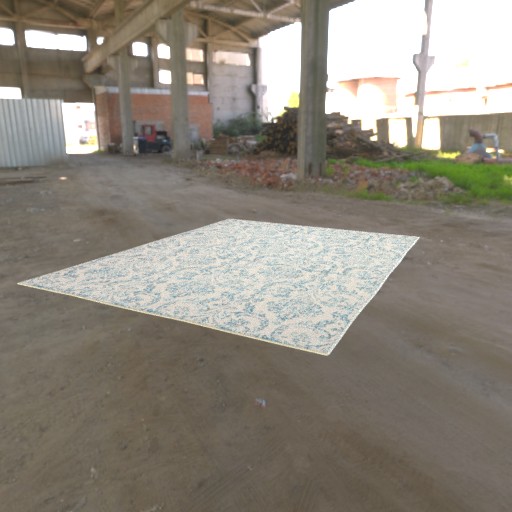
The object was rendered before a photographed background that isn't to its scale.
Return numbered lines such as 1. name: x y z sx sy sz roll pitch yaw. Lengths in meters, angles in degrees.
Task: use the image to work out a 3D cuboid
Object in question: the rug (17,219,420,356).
1. rug: 0.000 0.000 3.965 2.363 0.012 2.980 8 17 27
